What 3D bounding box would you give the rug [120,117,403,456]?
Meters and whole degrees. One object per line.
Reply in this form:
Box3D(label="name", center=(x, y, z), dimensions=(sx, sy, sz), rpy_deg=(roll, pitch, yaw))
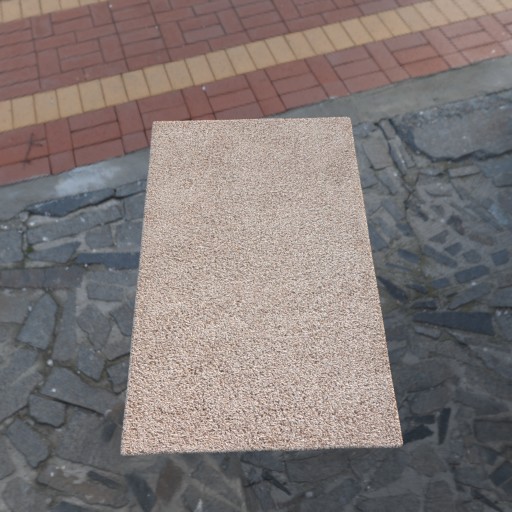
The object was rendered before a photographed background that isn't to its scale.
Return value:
Box3D(label="rug", center=(0.000, 0.000, 3.388), dimensions=(1.778, 0.030, 2.743), rpy_deg=(-1, 64, -1))
